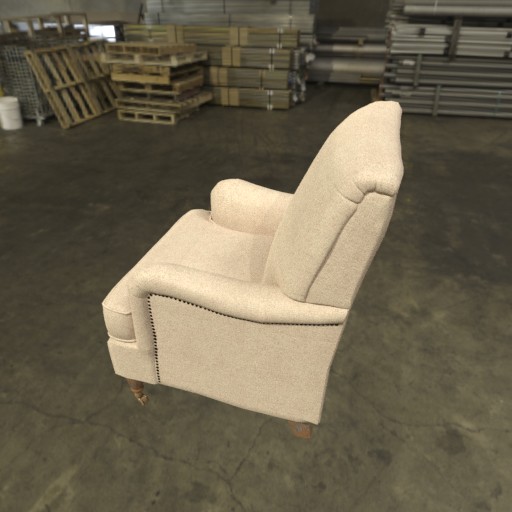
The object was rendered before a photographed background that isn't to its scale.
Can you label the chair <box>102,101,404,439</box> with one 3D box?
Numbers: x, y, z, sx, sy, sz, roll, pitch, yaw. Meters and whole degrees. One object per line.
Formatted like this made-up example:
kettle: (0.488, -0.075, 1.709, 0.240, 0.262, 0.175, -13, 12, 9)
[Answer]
chair: (0.000, 0.000, 1.764, 0.953, 1.119, 0.879, 8, 32, 13)
